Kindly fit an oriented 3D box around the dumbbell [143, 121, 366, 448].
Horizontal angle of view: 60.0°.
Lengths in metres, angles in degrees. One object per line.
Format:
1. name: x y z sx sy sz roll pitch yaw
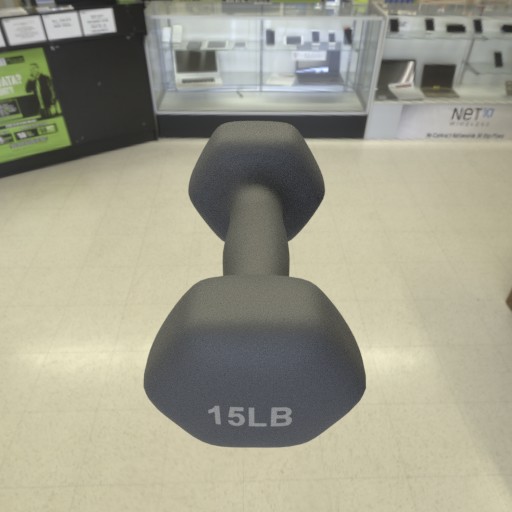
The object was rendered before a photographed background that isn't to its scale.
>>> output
1. dumbbell: 0.000 0.000 0.304 0.116 0.105 0.240 1 40 1
